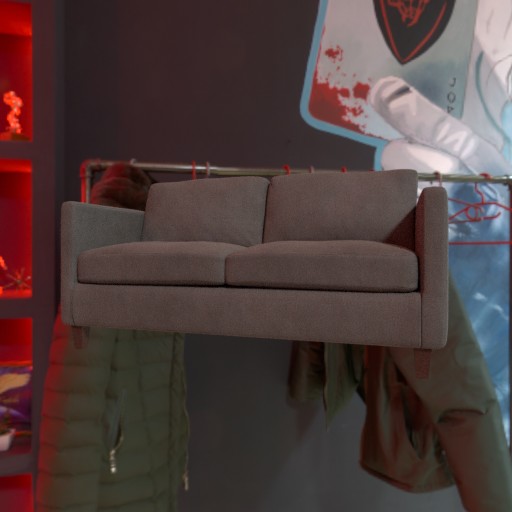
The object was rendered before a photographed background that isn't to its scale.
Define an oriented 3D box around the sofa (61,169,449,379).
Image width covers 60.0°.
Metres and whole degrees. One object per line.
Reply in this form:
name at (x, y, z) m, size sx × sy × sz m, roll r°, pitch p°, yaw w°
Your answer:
sofa at (0.000, 0.000, 2.435) m, size 1.884 × 0.963 × 0.950 m, roll 0°, pitch 1°, yaw 18°
